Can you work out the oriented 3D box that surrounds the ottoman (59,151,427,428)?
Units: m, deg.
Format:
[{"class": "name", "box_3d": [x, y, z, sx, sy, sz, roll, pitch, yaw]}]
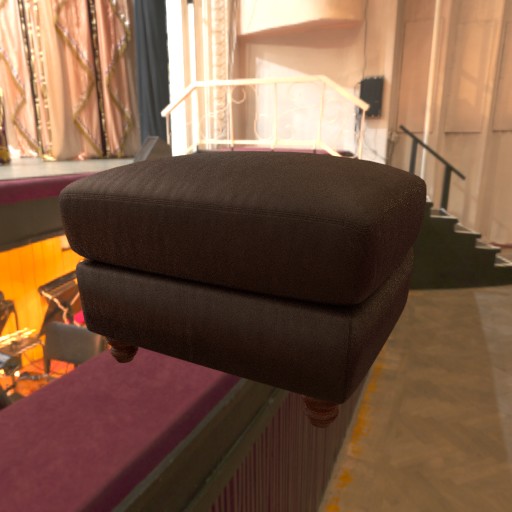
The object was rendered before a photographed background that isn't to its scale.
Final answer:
[{"class": "ottoman", "box_3d": [0.000, 0.000, 1.246, 0.806, 0.569, 0.670, 8, 18, 27]}]
